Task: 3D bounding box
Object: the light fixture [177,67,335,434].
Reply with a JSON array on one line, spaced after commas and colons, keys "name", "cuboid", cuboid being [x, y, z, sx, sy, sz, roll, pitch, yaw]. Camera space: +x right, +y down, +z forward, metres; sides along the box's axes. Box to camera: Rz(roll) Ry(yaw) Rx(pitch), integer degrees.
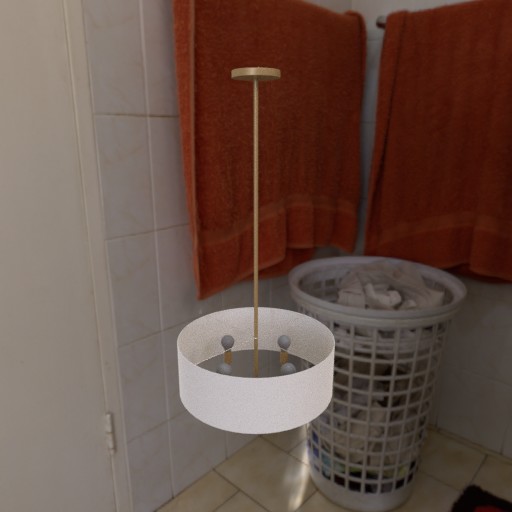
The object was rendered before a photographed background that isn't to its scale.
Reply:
[{"name": "light fixture", "cuboid": [0.000, 0.000, 1.374, 0.508, 1.067, 0.508, 0, 16, 0]}]
